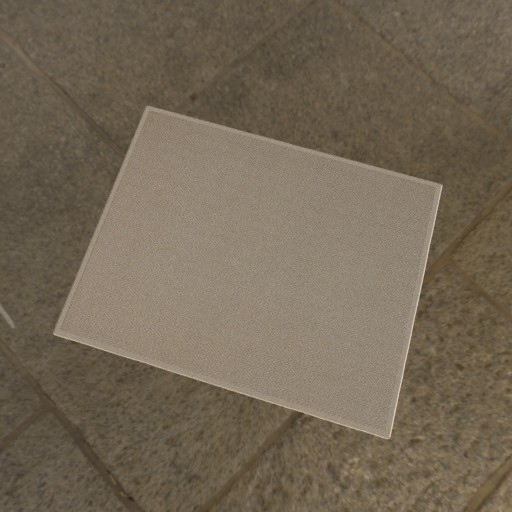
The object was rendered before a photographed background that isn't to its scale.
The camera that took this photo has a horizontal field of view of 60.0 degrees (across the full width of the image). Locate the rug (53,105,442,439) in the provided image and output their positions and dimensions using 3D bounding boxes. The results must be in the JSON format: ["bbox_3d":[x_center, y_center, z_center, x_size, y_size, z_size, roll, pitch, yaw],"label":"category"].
[{"bbox_3d":[0.000,0.000,4.108,3.051,0.020,2.407,16,76,4],"label":"rug"}]
